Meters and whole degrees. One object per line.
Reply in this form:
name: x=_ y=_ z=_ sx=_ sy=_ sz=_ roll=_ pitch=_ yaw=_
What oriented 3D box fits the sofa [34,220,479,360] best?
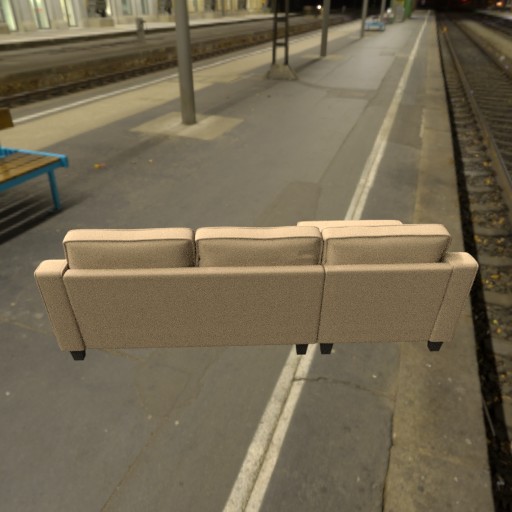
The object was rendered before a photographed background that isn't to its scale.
sofa: x=0.000 y=0.000 z=3.228 sx=2.561 sy=0.928 sz=1.294 roll=-1 pitch=30 yaw=-2
